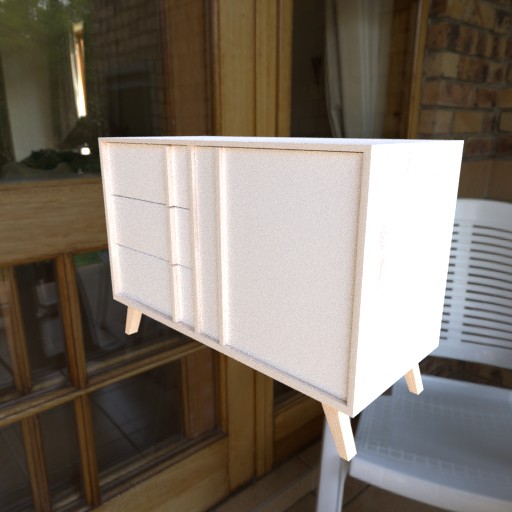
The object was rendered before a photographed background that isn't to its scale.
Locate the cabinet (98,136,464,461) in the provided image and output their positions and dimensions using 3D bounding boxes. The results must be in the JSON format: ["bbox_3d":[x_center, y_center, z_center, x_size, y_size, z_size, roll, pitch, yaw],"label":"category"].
[{"bbox_3d":[0.000,0.000,1.526,1.110,0.780,0.500,15,22,42],"label":"cabinet"}]
